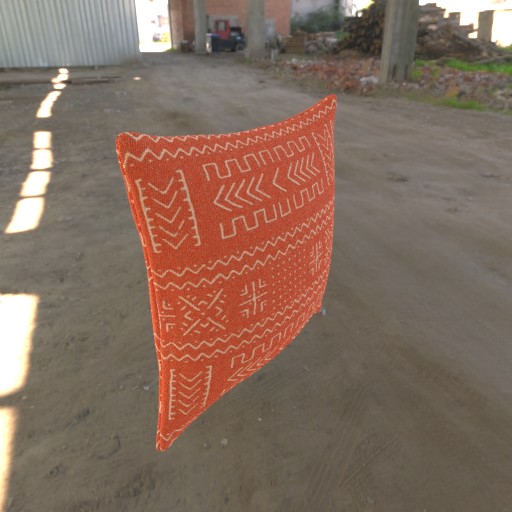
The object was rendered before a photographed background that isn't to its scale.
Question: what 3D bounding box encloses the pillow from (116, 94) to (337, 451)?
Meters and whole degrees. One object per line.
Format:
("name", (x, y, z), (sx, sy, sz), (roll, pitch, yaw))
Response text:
("pillow", (0.000, 0.000, 0.665), (0.164, 0.429, 0.438), (19, 32, 33))
